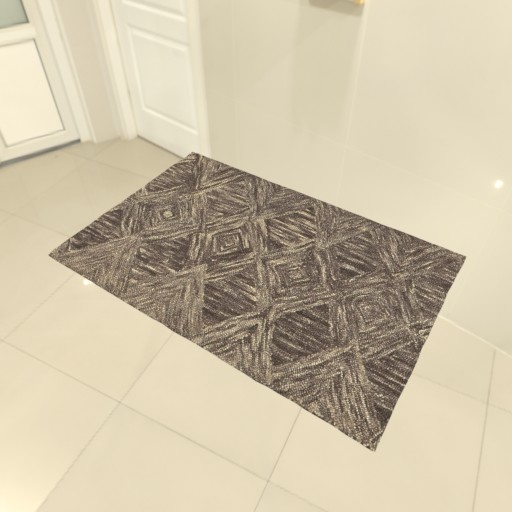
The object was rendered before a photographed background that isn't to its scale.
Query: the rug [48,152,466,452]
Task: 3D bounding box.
[{"bbox_3d":[0.000,0.000,2.285,1.814,0.012,1.186,25,50,23],"label":"rug"}]
